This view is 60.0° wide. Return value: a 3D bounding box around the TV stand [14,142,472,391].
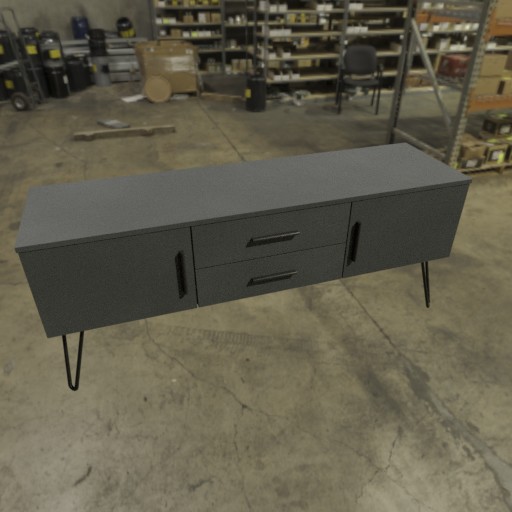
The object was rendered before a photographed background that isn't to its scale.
[{"bbox_3d":[0.000,0.000,1.597,1.400,0.560,0.400,-10,34,-15],"label":"TV stand"}]
